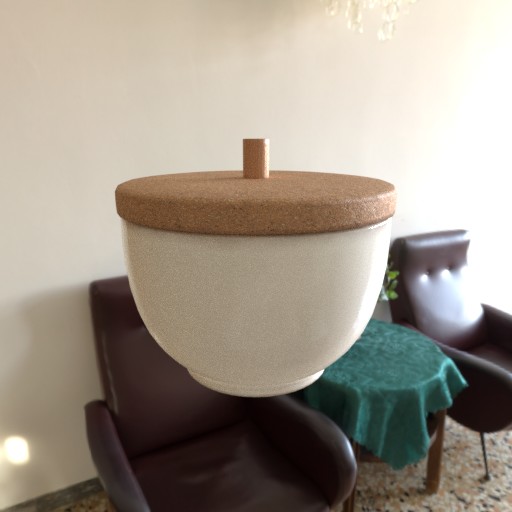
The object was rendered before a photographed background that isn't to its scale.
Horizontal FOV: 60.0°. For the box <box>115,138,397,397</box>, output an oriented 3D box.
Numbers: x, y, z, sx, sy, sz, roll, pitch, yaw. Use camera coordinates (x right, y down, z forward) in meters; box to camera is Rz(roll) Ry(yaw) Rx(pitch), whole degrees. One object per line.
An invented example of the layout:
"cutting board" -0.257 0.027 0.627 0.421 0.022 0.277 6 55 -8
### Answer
"box" 0.000 0.000 0.183 0.107 0.094 0.107 0 15 0
